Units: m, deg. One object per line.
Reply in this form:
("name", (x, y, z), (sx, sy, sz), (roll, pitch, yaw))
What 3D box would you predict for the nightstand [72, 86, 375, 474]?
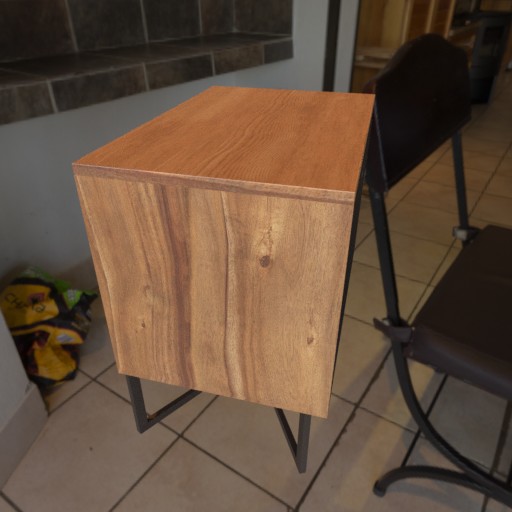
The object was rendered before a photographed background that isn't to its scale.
("nightstand", (0.000, 0.000, 1.017), (0.427, 0.615, 0.613), (8, 32, 13))
